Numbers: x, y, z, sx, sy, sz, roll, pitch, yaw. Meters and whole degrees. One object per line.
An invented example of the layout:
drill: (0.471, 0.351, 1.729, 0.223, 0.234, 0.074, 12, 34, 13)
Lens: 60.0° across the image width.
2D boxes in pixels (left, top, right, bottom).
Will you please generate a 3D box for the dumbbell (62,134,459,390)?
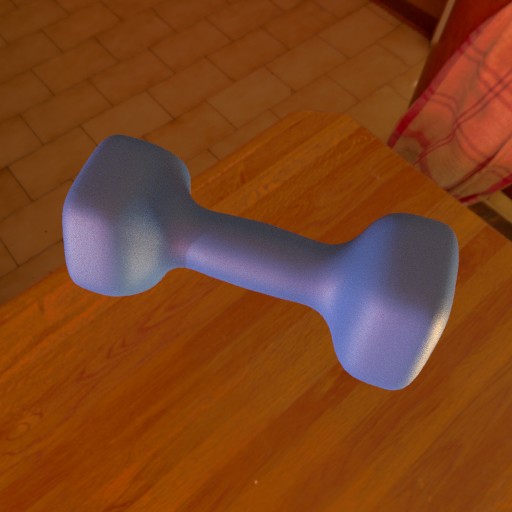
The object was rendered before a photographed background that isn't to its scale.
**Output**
dumbbell: (0.000, 0.000, 0.260, 0.212, 0.093, 0.103, 17, 64, 9)
